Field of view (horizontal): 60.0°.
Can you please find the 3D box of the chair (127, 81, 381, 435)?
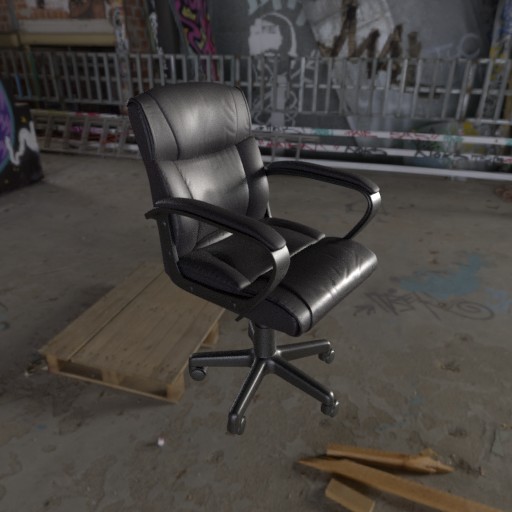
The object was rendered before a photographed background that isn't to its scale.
[{"bbox_3d":[0.000,0.000,1.404,0.641,0.998,0.576,19,31,33],"label":"chair"}]
